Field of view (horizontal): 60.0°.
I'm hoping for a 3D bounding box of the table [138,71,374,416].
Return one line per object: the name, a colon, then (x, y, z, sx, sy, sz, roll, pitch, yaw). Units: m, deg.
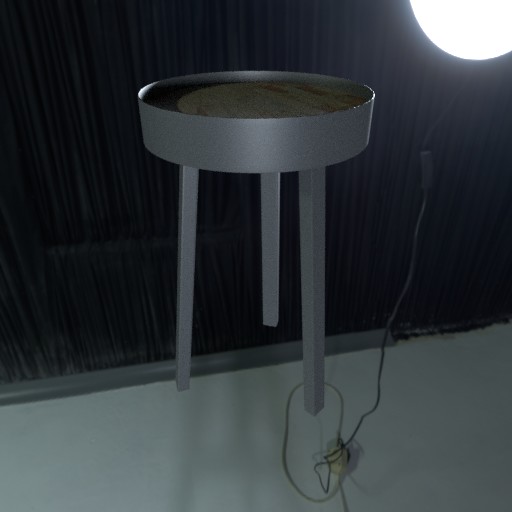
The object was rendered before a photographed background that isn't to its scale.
table: (0.000, 0.000, 0.957, 0.406, 0.686, 0.406, -9, 32, -14)
